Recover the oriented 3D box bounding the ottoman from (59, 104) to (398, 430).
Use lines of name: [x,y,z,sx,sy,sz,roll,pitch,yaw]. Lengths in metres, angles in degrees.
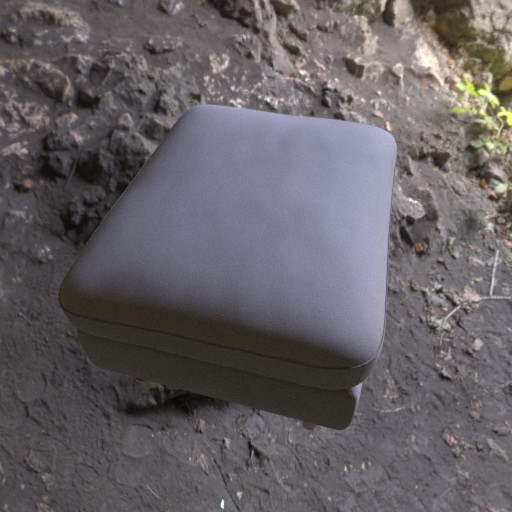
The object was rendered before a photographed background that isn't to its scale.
ottoman: [0.000,0.000,1.101,0.593,0.478,0.747,11,48,10]
